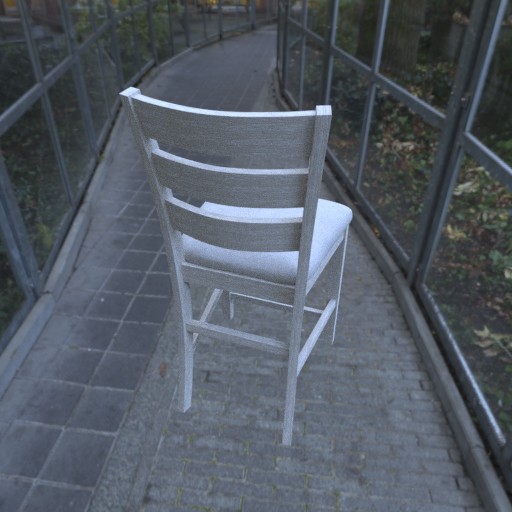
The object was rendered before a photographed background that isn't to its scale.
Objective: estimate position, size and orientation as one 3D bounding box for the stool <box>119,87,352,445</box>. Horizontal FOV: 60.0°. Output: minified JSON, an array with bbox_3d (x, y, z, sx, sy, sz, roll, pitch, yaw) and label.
[{"bbox_3d":[0.000,0.000,1.333,0.484,1.032,0.569,11,35,16],"label":"stool"}]
